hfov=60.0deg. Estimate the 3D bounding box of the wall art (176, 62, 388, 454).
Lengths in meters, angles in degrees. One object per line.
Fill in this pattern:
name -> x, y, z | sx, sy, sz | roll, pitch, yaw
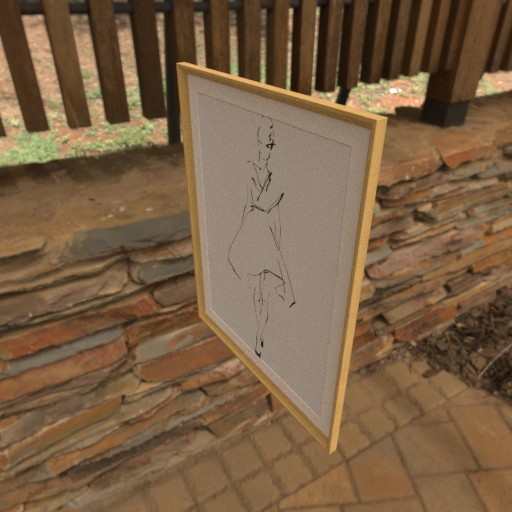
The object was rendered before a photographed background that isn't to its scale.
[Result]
wall art -> 0.000, 0.000, 1.357 | 0.030, 1.002, 0.798 | -21, 38, -30
